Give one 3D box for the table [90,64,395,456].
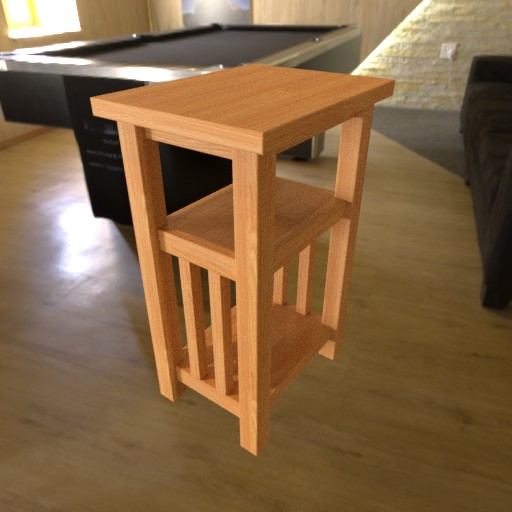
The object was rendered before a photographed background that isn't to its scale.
[{"bbox_3d":[0.000,0.000,0.761,0.270,0.550,0.350,21,37,30],"label":"table"}]
